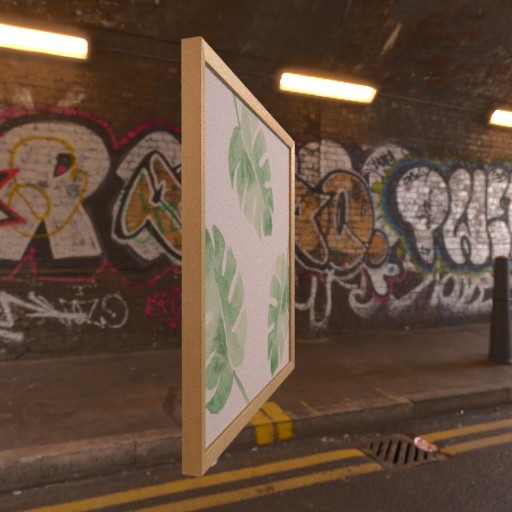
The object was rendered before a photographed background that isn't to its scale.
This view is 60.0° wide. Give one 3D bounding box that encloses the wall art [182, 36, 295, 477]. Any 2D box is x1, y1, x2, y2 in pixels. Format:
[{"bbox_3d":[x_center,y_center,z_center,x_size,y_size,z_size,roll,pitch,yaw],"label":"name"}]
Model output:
[{"bbox_3d":[0.000,0.000,1.135,0.037,0.763,0.763,0,0,17],"label":"wall art"}]
